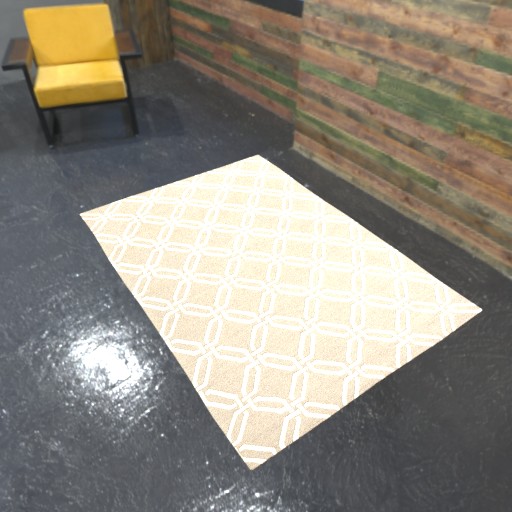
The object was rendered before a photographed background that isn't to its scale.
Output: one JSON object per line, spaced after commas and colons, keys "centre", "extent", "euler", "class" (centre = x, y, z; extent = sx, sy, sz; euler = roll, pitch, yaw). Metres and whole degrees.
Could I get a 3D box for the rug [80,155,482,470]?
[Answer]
{"centre": [0.000, 0.000, 2.731], "extent": [1.524, 0.013, 2.135], "euler": [-24, 46, -25], "class": "rug"}
